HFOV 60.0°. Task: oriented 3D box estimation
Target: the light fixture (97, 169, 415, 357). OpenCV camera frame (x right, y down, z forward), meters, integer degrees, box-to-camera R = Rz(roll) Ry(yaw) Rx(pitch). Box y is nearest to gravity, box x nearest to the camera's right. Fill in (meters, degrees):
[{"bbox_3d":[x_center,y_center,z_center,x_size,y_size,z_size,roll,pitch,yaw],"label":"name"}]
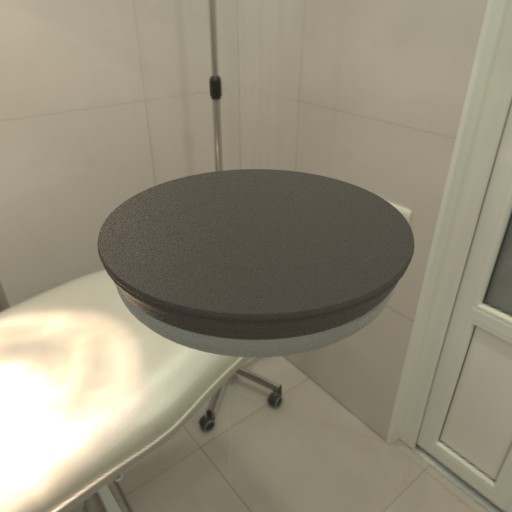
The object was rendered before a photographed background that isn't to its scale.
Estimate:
[{"bbox_3d":[0.000,0.000,0.562,0.368,0.100,0.368,0,31,0],"label":"light fixture"}]
